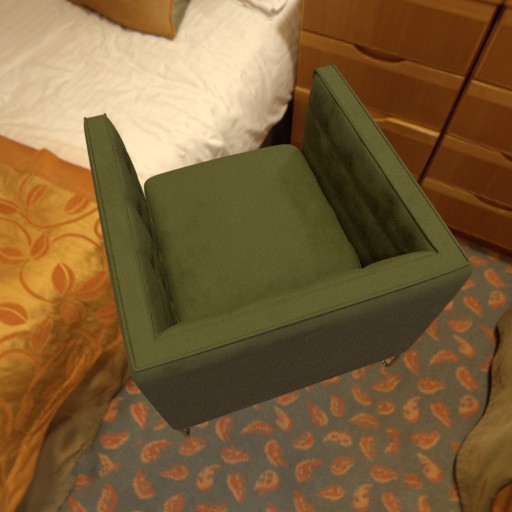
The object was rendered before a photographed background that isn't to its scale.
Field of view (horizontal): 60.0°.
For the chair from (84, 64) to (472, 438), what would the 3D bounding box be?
[{"bbox_3d":[0.000,0.000,1.555,0.880,0.790,0.894,-16,59,-10],"label":"chair"}]
